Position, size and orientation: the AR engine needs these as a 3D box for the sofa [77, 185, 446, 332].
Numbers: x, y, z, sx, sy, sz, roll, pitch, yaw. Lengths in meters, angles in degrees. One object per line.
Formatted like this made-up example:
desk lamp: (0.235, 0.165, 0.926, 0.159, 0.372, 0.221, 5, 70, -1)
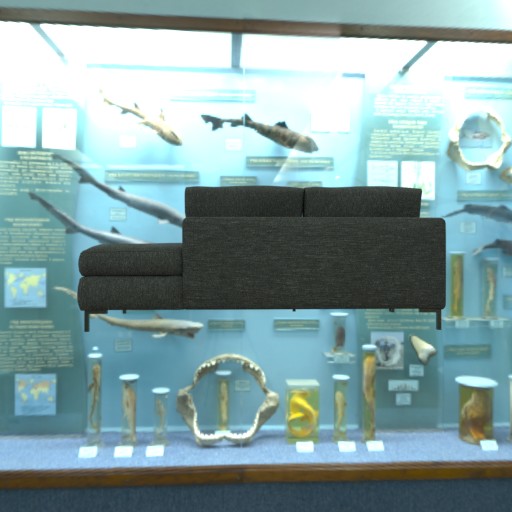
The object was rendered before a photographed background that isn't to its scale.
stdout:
sofa: (0.000, 0.000, 3.832, 2.007, 0.815, 2.949, 0, 0, -2)
